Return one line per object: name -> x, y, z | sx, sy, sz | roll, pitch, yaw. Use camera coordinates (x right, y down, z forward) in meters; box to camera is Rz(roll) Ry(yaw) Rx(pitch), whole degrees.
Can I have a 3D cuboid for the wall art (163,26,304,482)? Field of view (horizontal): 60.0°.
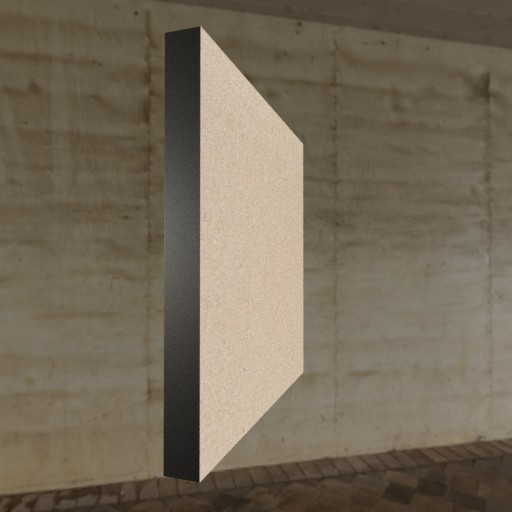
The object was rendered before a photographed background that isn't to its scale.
wall art -> 0.000, 0.000, 0.468 | 0.029, 0.318, 0.327 | 0, -1, 19
